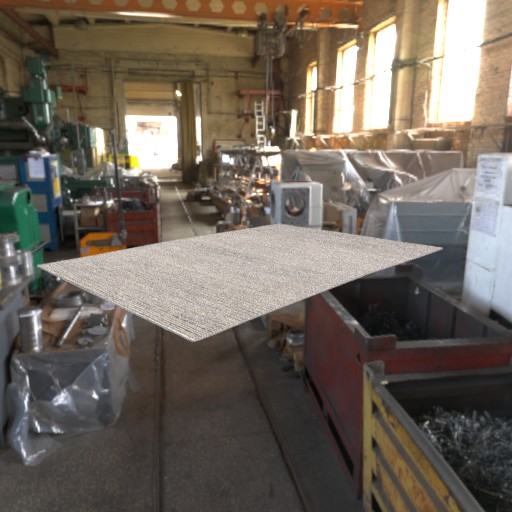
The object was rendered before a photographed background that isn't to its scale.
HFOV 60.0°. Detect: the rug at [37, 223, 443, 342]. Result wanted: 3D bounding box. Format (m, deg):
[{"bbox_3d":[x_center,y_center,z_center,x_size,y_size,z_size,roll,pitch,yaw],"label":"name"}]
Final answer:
[{"bbox_3d":[0.000,0.000,3.027,1.604,0.030,2.307,13,19,43],"label":"rug"}]
